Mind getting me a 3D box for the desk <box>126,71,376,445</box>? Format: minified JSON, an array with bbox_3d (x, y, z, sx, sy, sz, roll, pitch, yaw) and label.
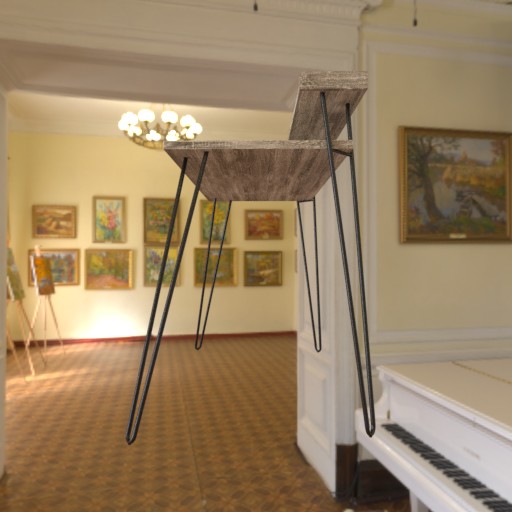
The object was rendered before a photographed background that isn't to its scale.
[{"bbox_3d":[0.000,0.000,1.598,0.605,0.899,1.135,0,-1,1],"label":"desk"}]
